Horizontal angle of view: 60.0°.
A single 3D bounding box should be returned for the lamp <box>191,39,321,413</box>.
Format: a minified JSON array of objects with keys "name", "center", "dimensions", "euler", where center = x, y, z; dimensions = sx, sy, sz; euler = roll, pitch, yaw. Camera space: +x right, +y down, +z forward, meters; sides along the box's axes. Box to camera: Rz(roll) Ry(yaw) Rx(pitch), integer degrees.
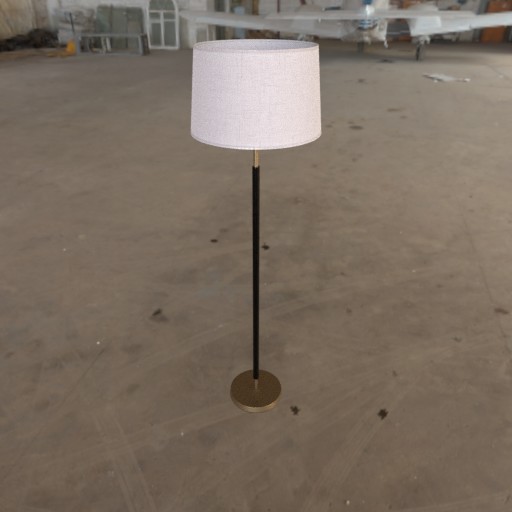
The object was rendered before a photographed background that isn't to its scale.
[{"name":"lamp","center":[0.000,0.000,1.672],"dimensions":[0.420,1.447,0.420],"euler":[0,30,0]}]
